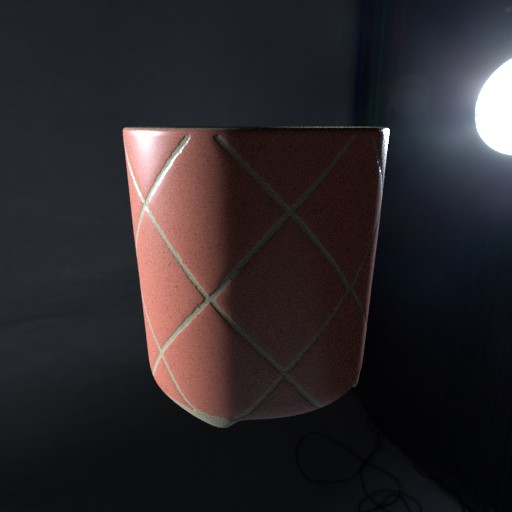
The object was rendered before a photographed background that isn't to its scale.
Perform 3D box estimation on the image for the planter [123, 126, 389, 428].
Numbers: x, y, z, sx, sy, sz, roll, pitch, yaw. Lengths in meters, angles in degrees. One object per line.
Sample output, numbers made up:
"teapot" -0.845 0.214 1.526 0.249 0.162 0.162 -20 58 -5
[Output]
"planter" 0.000 0.000 0.357 0.191 0.200 0.191 0 16 0
